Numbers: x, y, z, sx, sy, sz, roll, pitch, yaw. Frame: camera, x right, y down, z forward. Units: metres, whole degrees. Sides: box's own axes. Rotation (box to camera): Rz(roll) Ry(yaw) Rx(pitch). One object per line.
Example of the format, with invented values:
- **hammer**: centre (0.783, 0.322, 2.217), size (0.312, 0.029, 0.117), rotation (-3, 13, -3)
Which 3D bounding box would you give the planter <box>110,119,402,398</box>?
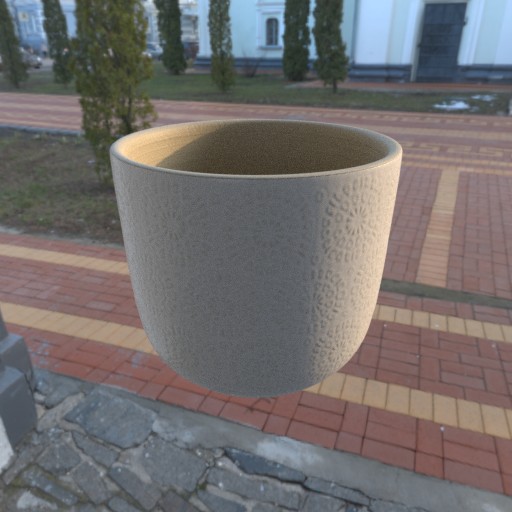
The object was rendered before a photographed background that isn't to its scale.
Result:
- **planter**: centre (0.000, 0.000, 0.368), size (0.208, 0.190, 0.208), rotation (0, 25, 0)
